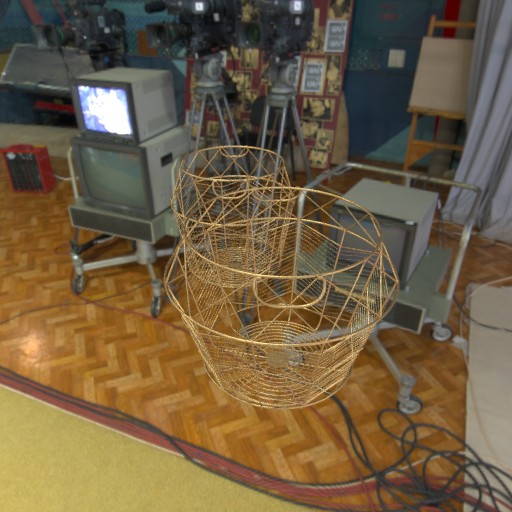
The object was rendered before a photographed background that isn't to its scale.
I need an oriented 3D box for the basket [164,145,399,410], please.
[{"bbox_3d":[0.000,0.000,1.056,0.451,0.343,0.805,-8,32,-13],"label":"basket"}]
